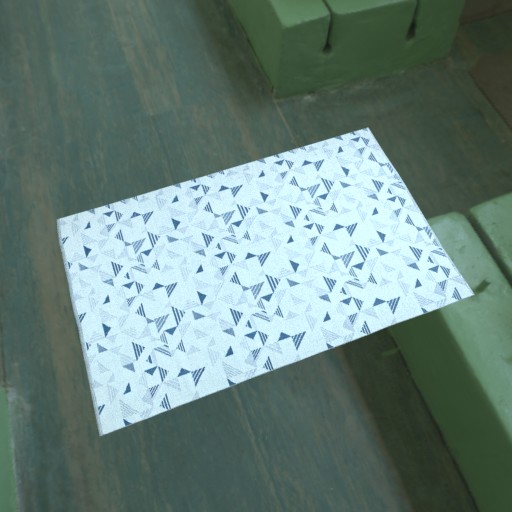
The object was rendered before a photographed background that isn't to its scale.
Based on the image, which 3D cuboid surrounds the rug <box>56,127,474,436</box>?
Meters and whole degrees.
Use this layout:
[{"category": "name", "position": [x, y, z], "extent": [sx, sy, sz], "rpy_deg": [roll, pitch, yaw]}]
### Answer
[{"category": "rug", "position": [0.000, 0.000, 2.989], "extent": [2.457, 0.009, 1.512], "rpy_deg": [-18, 65, -9]}]
